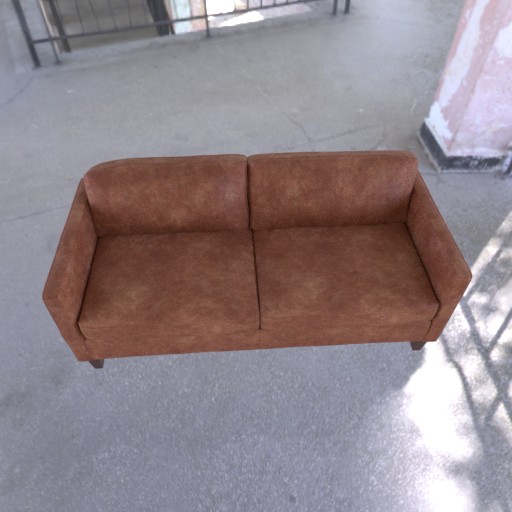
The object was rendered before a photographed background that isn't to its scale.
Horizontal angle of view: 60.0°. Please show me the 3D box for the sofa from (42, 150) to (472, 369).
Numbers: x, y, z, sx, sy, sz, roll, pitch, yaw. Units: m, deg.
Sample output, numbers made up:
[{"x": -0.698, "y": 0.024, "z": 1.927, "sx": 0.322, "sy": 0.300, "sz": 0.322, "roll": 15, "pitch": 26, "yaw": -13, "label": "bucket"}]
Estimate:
[{"x": 0.000, "y": 0.000, "z": 2.448, "sx": 1.971, "sy": 0.863, "sz": 0.923, "roll": -3, "pitch": 47, "yaw": -2, "label": "sofa"}]
